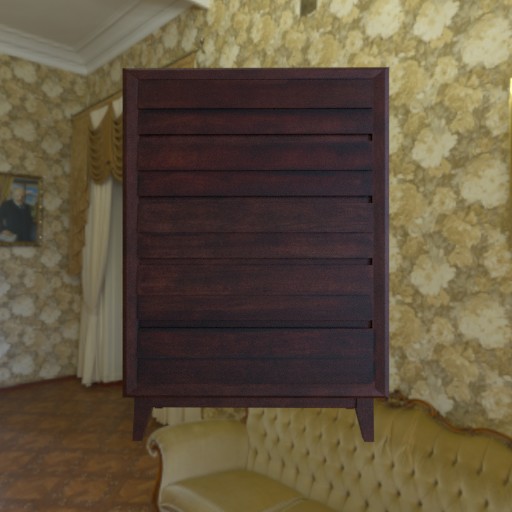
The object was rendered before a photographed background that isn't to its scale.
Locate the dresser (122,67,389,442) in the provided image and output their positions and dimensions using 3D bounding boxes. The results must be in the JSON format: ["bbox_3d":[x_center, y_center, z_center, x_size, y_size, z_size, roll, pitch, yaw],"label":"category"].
[{"bbox_3d":[0.000,0.000,2.018,1.072,1.514,0.506,0,0,1],"label":"dresser"}]
